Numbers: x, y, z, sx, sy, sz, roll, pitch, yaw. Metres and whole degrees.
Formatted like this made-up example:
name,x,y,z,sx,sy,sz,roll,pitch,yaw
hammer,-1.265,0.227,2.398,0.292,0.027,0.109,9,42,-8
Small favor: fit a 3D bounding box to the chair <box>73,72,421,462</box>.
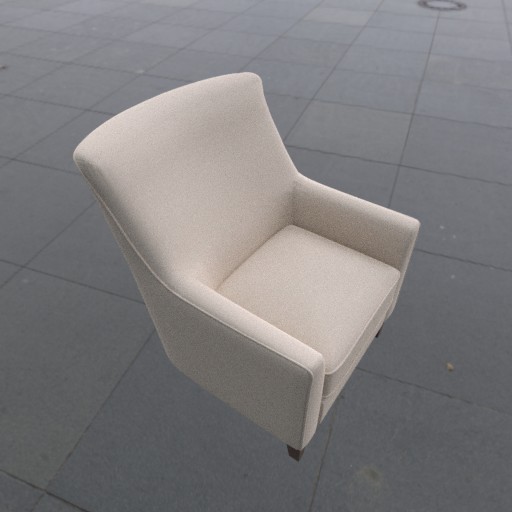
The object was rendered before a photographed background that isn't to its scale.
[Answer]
name,x,y,z,sx,sy,sz,roll,pitch,yaw
chair,0.000,0.000,1.518,0.879,0.916,0.756,26,48,26
